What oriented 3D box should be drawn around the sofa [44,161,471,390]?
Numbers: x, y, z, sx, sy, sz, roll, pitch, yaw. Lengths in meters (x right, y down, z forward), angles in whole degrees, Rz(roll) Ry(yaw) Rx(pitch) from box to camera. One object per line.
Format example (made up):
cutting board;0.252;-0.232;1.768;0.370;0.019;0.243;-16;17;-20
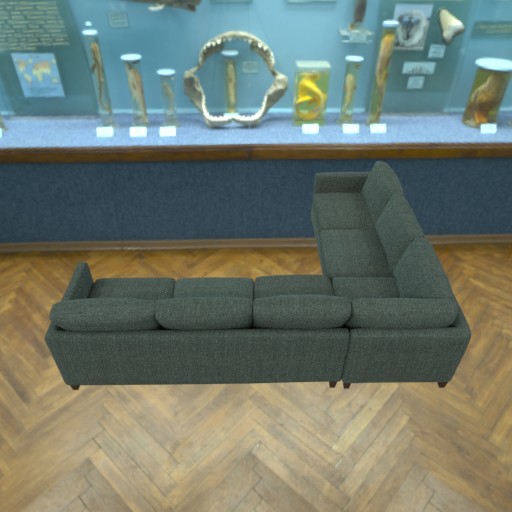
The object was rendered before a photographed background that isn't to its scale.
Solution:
sofa;0.000;0.000;4.479;3.302;0.947;2.593;0;39;0
